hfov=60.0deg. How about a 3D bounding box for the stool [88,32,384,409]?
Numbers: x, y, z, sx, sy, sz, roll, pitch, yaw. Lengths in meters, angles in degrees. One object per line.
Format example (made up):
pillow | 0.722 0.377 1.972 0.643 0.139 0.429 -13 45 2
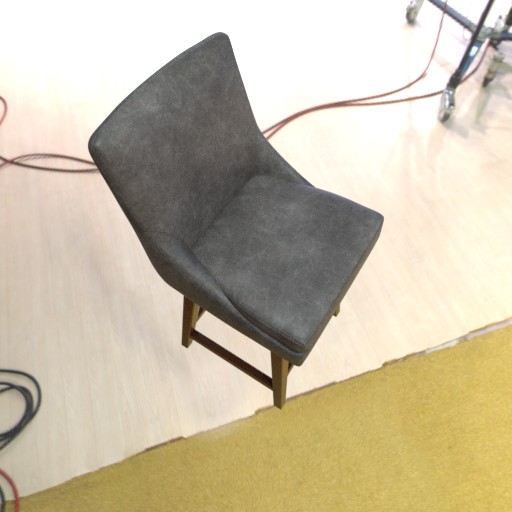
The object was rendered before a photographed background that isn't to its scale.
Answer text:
stool | 0.000 0.000 1.354 0.587 1.046 0.492 29 62 17
